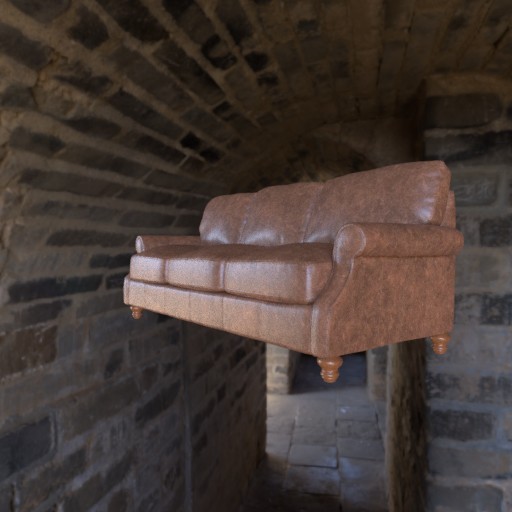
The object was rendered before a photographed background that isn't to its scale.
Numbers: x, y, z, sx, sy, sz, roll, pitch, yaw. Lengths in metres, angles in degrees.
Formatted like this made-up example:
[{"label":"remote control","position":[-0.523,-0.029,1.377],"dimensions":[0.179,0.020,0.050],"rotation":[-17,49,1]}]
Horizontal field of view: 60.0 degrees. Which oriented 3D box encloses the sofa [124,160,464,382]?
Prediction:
[{"label":"sofa","position":[0.000,0.000,2.847],"dimensions":[0.973,0.977,2.351],"rotation":[-1,1,-37]}]
